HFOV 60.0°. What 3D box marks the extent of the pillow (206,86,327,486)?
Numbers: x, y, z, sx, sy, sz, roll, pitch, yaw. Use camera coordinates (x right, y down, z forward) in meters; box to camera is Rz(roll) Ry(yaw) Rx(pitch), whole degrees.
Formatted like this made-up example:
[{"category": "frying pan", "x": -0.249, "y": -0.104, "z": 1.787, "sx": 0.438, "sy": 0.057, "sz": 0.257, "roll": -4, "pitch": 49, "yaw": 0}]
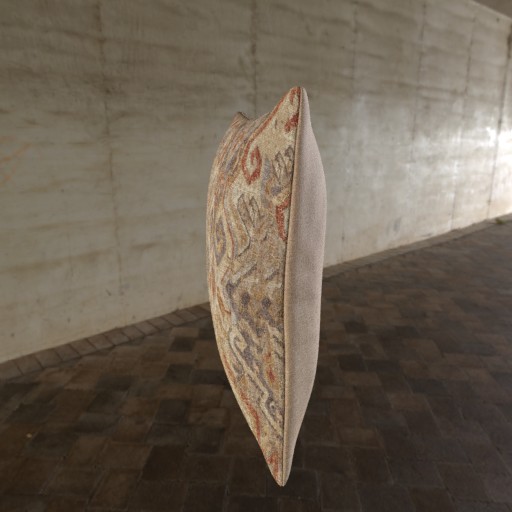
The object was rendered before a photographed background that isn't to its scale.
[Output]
[{"category": "pillow", "x": 0.000, "y": 0.000, "z": 0.773, "sx": 0.166, "sy": 0.506, "sz": 0.523, "roll": -2, "pitch": 15, "yaw": -9}]
